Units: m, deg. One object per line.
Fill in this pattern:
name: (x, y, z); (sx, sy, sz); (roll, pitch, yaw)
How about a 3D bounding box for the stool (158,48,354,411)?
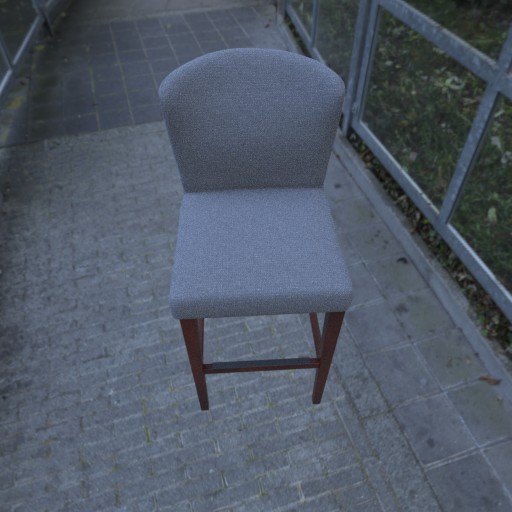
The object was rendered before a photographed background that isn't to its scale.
stool: (0.000, 0.000, 1.400); (0.486, 1.069, 0.568); (-3, 47, -2)
